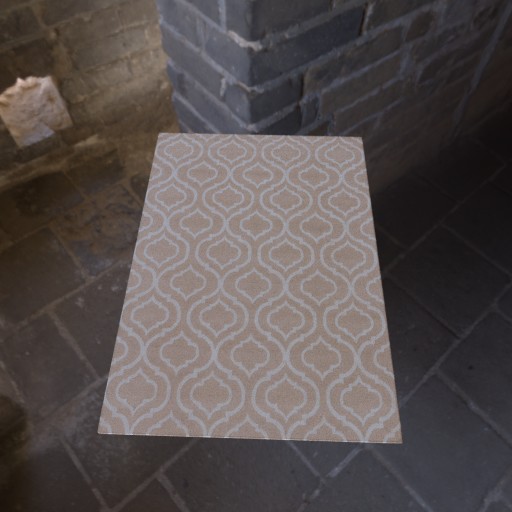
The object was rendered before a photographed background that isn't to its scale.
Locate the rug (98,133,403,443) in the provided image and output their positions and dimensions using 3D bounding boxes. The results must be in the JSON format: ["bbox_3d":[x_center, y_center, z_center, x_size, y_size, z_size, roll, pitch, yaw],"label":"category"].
[{"bbox_3d":[0.000,0.000,2.765,1.524,0.010,2.134,1,58,1],"label":"rug"}]
